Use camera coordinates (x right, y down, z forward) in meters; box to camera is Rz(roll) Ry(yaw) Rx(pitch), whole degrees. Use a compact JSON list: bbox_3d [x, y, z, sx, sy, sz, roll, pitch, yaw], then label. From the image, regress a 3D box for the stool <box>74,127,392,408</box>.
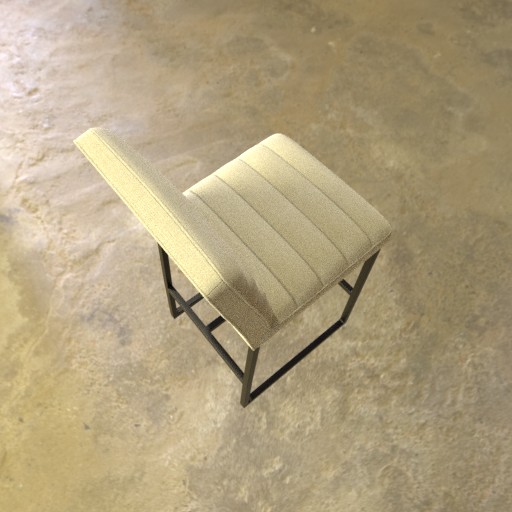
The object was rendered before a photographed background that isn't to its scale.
[{"bbox_3d":[0.000,0.000,1.246,0.560,0.940,0.460,-35,65,-19],"label":"stool"}]
